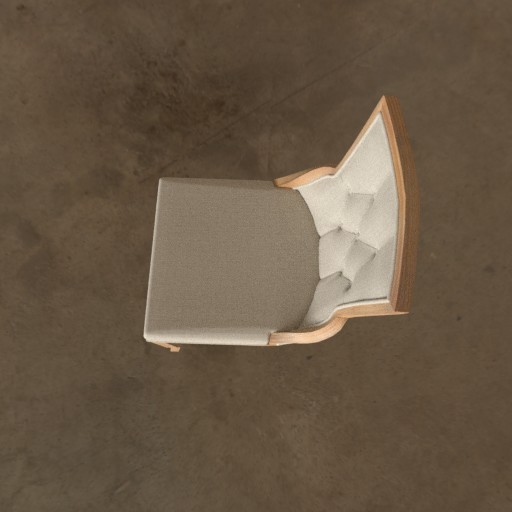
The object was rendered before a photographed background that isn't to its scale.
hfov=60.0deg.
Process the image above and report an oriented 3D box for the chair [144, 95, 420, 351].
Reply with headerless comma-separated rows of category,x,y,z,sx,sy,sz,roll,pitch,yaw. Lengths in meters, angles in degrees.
chair,0.000,0.000,1.322,0.641,0.947,0.524,2,75,1
